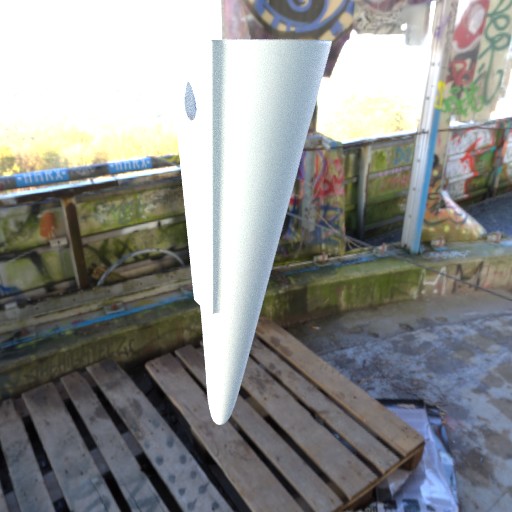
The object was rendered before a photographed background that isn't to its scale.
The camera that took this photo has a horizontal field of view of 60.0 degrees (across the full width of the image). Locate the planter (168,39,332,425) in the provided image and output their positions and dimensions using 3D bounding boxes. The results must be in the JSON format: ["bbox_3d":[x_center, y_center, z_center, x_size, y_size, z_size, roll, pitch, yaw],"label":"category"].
[{"bbox_3d":[0.000,0.000,0.221,0.064,0.193,0.057,-17,30,-32],"label":"planter"}]
